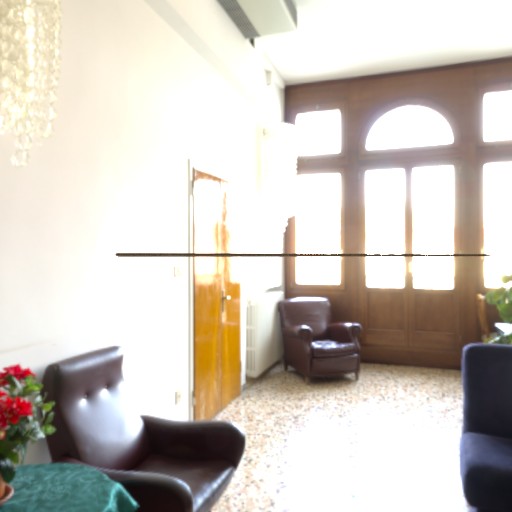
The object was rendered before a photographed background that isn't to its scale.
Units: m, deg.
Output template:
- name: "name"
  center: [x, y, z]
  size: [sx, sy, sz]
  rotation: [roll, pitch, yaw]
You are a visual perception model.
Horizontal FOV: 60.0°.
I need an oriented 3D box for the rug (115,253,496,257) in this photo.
- name: "rug"
  center: [0.000, 0.000, 3.841]
  size: [2.288, 0.018, 2.895]
  rotation: [0, 0, -17]
